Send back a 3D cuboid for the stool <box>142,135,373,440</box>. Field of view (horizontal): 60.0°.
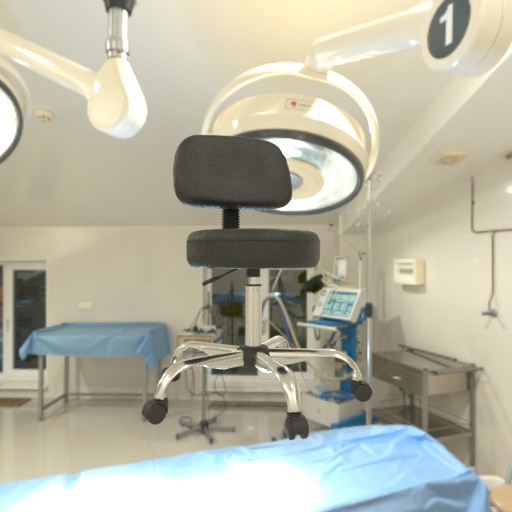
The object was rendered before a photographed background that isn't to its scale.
[{"bbox_3d":[0.000,0.000,1.324,0.673,0.862,0.648,0,0,-19],"label":"stool"}]
